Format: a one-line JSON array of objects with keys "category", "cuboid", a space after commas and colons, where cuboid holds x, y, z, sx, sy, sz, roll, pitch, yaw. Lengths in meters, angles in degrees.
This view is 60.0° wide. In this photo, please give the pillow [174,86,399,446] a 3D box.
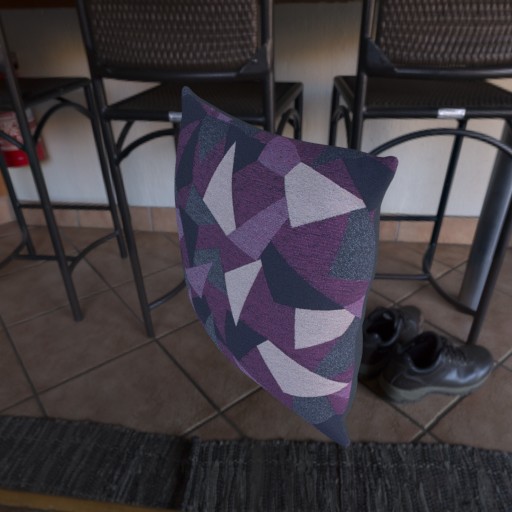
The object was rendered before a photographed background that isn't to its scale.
[{"category": "pillow", "cuboid": [0.000, 0.000, 0.773, 0.208, 0.496, 0.503, -20, 36, -31]}]
